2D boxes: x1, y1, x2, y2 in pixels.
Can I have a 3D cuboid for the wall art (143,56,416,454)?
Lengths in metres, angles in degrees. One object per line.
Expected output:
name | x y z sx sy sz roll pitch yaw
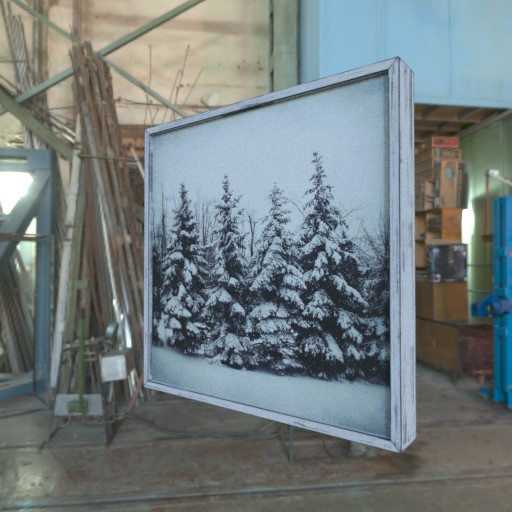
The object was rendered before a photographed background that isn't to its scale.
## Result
wall art | 0.000 0.000 0.444 0.303 0.303 0.036 -1 -1 37
